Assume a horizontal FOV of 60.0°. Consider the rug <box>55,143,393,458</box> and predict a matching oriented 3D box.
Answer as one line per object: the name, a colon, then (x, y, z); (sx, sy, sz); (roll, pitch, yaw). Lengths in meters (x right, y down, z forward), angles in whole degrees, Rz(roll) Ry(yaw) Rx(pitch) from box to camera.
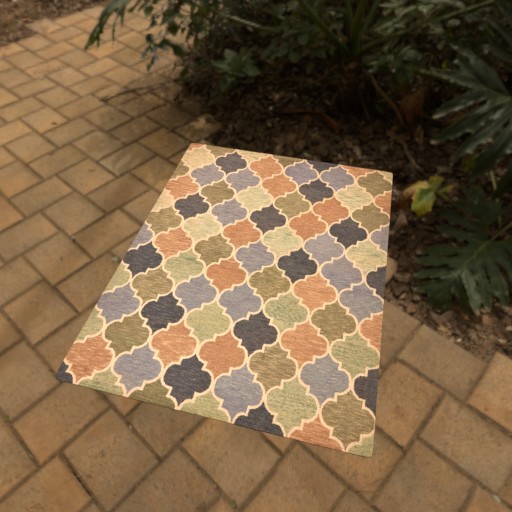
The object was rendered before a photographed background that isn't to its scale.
rug: (0.000, 0.000, 4.254); (2.439, 0.013, 3.200); (11, 50, 9)
